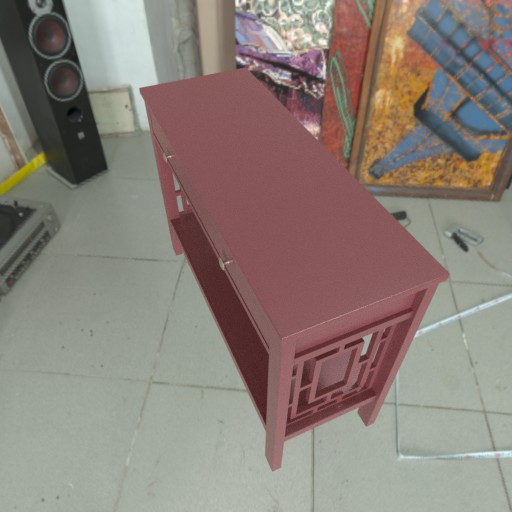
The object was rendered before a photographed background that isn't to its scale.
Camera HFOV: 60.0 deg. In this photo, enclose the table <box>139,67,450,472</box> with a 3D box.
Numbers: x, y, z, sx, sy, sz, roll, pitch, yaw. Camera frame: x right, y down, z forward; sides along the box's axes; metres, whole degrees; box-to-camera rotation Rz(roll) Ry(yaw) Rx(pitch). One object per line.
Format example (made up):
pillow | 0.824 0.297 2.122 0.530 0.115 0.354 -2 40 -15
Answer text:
table | 0.000 0.000 1.461 0.397 0.753 1.068 -18 49 -16
